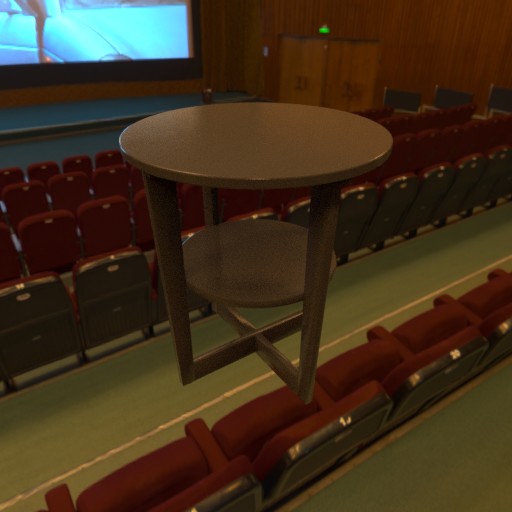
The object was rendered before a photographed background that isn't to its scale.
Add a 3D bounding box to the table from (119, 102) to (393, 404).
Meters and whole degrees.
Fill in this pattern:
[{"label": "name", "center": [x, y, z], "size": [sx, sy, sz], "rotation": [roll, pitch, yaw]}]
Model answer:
[{"label": "table", "center": [0.000, 0.000, 0.975], "size": [0.500, 0.550, 0.500], "rotation": [0, 31, 0]}]
